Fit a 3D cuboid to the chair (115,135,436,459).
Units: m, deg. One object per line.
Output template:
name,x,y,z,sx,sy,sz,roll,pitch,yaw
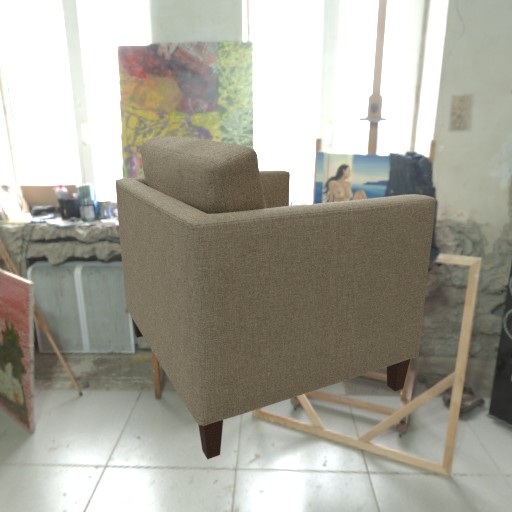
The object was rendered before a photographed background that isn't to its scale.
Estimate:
chair,0.000,0.000,1.902,0.959,0.987,1.107,-9,19,-26
